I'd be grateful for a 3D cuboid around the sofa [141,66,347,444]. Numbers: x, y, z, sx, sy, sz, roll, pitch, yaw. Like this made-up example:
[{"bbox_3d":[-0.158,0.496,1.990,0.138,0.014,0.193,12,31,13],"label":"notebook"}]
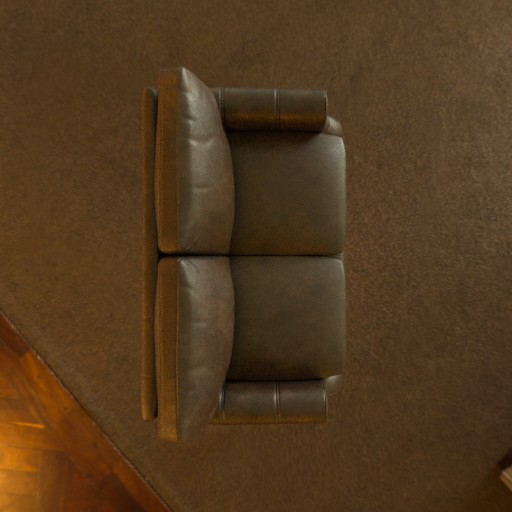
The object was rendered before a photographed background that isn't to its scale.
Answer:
[{"bbox_3d":[0.000,0.000,2.211,0.990,0.976,1.616,0,90,1],"label":"sofa"}]
